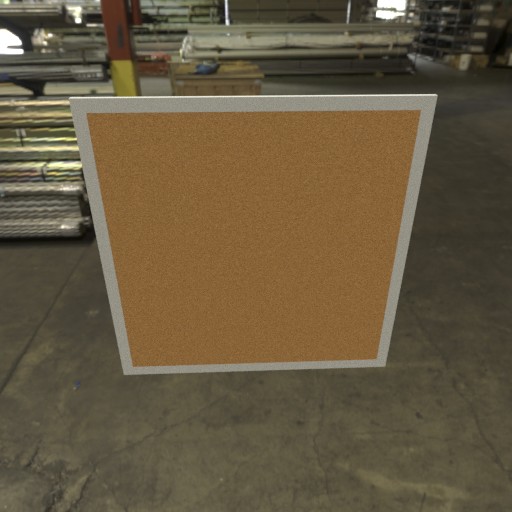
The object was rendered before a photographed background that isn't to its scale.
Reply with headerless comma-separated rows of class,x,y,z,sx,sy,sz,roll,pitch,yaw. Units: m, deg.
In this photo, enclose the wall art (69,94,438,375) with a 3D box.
wall art,0.000,0.000,1.181,0.812,0.813,0.013,-1,30,-2
